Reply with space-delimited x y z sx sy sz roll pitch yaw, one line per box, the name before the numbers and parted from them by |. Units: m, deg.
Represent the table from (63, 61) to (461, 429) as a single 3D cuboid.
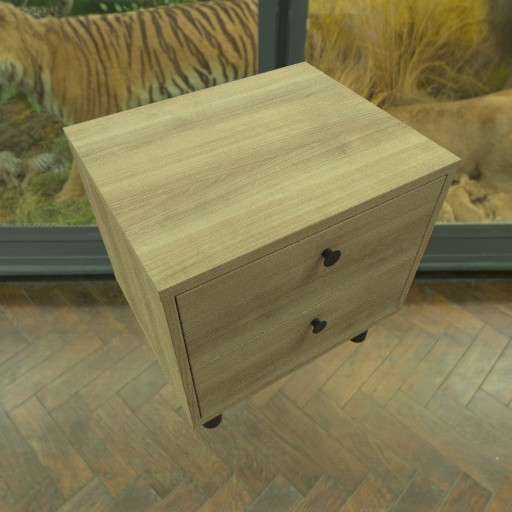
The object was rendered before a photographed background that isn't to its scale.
table | 0.000 0.000 0.797 0.445 0.460 0.380 -24 51 -21
